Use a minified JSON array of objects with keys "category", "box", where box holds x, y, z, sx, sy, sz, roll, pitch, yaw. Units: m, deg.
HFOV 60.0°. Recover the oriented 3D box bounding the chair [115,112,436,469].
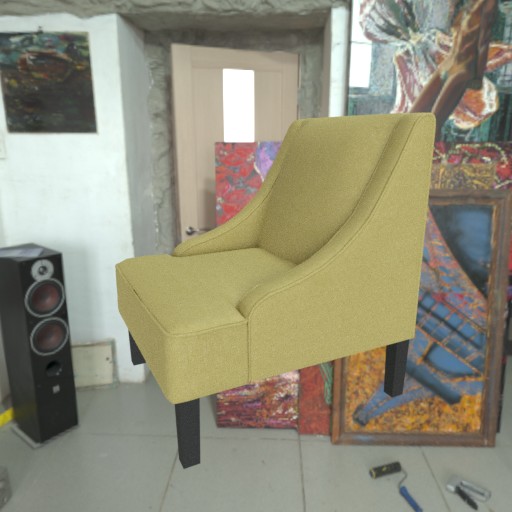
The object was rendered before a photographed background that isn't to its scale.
[{"category":"chair","box":[0.000,0.000,1.467,0.814,0.896,0.696,-8,17,-26]}]
